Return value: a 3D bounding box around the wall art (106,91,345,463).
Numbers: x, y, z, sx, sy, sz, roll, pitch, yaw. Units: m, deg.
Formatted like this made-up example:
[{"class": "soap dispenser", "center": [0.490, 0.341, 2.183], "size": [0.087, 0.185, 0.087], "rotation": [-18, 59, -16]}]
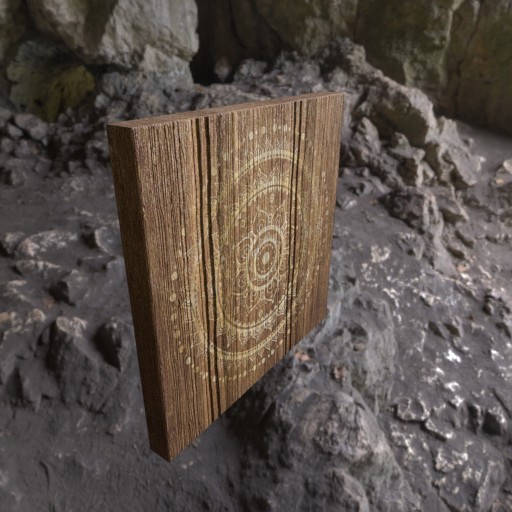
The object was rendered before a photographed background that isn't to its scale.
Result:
[{"class": "wall art", "center": [0.000, 0.000, 0.618], "size": [0.039, 0.403, 0.406], "rotation": [17, 30, 32]}]
